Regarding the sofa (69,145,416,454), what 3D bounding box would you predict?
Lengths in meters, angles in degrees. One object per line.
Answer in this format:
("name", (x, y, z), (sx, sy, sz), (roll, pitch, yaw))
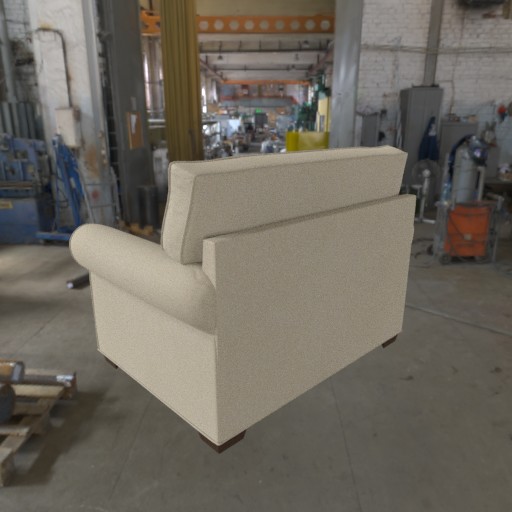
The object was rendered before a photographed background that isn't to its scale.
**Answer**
("sofa", (0.000, 0.000, 2.109), (1.405, 1.006, 0.937), (-16, 23, -41))
